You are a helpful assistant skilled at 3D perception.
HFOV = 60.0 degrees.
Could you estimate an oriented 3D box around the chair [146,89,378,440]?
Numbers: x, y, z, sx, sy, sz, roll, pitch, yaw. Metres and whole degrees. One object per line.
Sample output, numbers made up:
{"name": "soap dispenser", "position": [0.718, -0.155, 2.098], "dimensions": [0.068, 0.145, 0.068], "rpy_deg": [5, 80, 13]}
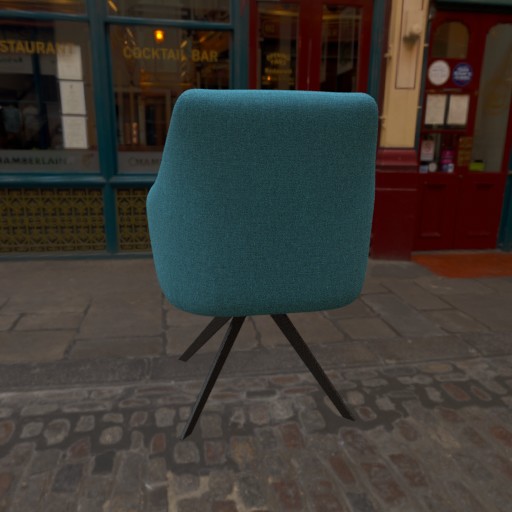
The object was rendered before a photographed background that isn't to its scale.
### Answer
{"name": "chair", "position": [0.000, 0.000, 1.344], "dimensions": [0.642, 0.874, 0.677], "rpy_deg": [-2, 14, -10]}
